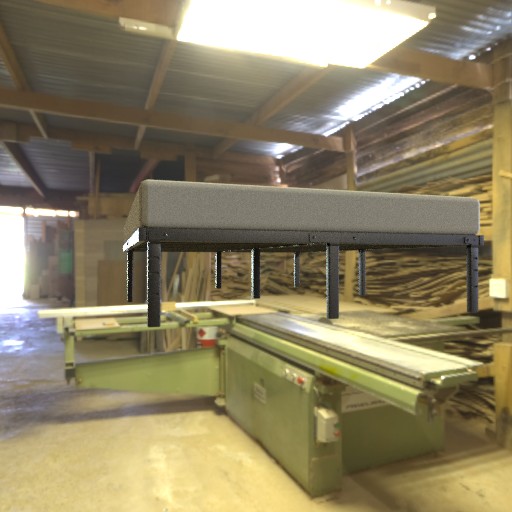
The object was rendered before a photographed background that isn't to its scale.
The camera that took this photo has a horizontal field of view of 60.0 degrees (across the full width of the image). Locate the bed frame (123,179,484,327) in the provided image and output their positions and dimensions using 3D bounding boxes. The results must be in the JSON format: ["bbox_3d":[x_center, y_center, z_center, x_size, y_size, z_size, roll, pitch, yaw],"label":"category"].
[{"bbox_3d":[0.000,0.000,3.554,1.990,0.680,2.635,0,-1,-18],"label":"bed frame"}]
